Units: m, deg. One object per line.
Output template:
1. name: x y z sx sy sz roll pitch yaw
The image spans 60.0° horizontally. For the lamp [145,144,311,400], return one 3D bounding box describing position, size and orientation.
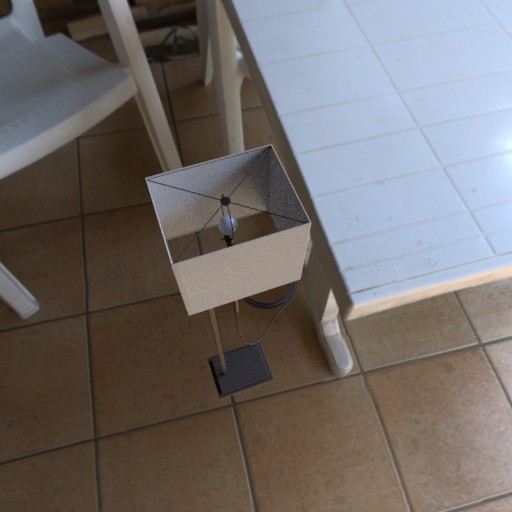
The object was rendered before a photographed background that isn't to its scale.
1. lamp: 0.000 0.000 1.964 0.698 1.600 0.774 -17 62 -10
